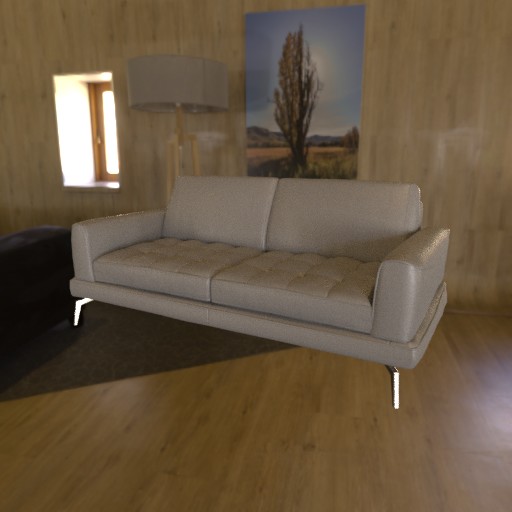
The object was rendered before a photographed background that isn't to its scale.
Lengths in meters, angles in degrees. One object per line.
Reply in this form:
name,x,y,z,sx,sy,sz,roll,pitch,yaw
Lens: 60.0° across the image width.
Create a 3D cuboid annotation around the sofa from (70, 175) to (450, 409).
sofa,0.000,0.000,2.757,2.177,0.930,1.121,7,15,28
